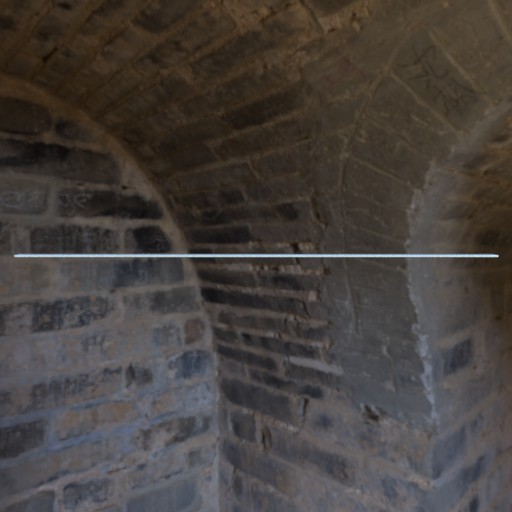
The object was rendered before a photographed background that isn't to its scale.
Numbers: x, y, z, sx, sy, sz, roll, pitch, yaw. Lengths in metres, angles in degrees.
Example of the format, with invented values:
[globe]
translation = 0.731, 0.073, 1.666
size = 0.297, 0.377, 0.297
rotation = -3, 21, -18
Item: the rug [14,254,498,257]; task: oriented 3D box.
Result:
[rug]
translation = 0.000, 0.000, 3.414
size = 2.746, 0.018, 1.819
rotation = 0, 0, 0
